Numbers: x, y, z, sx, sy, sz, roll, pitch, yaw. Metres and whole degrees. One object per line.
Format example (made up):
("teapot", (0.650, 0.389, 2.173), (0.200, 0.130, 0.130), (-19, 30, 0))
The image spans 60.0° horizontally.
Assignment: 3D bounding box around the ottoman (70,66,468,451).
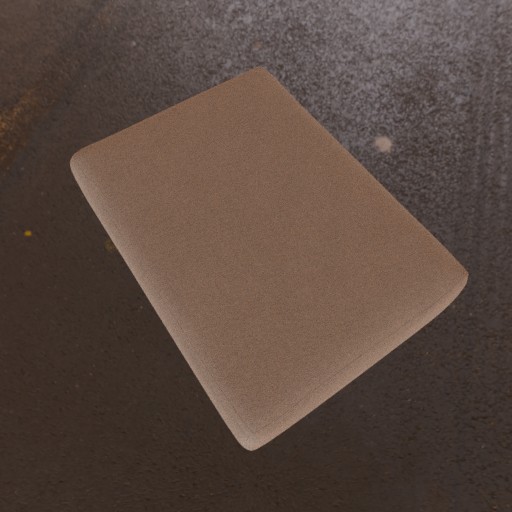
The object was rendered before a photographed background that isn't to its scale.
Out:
("ottoman", (0.000, 0.000, 1.134), (0.569, 0.504, 0.773), (-31, 67, -15))
